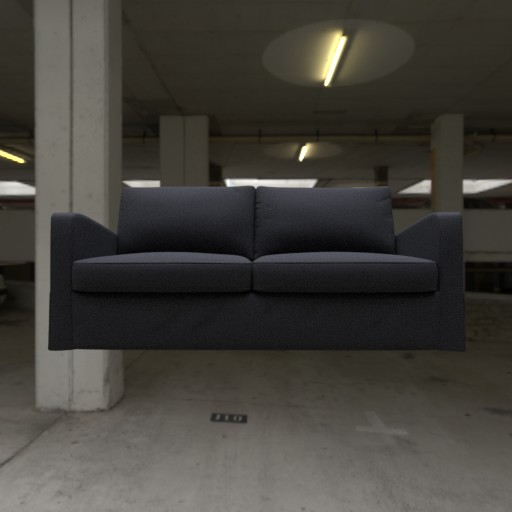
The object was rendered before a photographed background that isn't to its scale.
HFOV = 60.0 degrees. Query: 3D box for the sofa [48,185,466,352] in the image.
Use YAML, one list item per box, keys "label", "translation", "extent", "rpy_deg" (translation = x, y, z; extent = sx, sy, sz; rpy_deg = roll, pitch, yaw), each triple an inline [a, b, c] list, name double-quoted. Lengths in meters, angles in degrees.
- label: "sofa"
  translation: [0.000, 0.000, 2.359]
  extent: [1.852, 0.839, 0.898]
  rpy_deg: [0, 0, 1]
